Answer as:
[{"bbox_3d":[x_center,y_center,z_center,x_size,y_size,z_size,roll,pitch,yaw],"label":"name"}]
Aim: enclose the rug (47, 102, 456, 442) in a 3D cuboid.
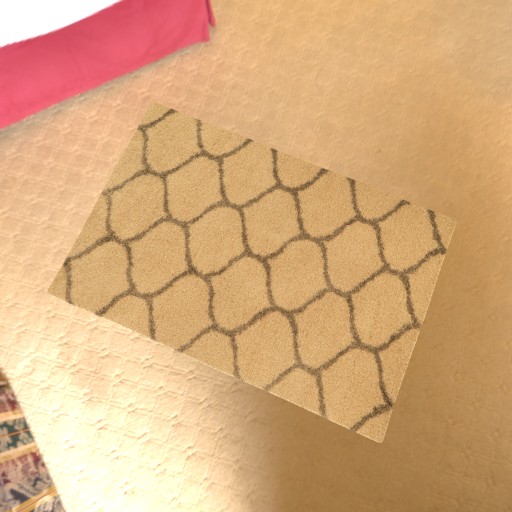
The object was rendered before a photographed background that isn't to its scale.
[{"bbox_3d":[0.000,0.000,3.448,2.701,0.026,1.801,23,77,6],"label":"rug"}]
